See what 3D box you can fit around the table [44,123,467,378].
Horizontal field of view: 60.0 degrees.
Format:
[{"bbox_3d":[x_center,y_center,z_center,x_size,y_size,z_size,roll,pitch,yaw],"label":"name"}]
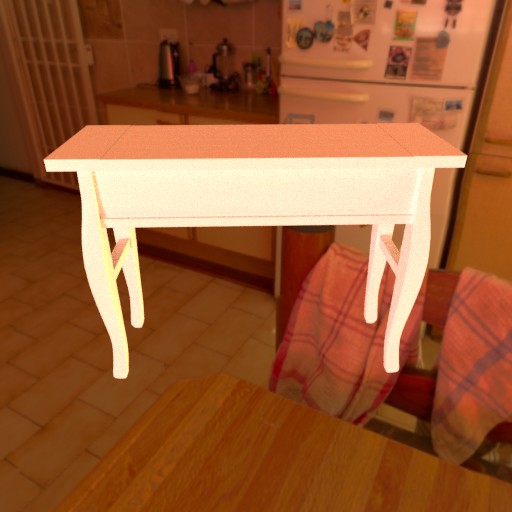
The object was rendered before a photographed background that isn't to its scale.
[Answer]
[{"bbox_3d":[0.000,0.000,1.454,1.062,0.768,0.373,-1,30,-2],"label":"table"}]
